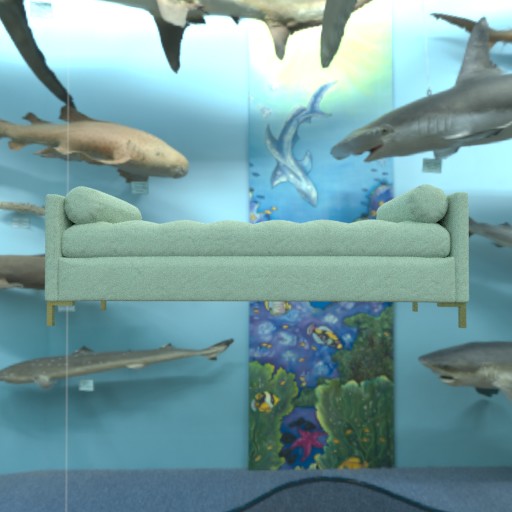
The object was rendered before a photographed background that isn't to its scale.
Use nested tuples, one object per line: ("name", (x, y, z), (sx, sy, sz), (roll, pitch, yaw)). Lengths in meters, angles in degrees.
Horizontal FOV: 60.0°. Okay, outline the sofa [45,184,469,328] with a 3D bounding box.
("sofa", (0.000, 0.000, 2.541), (2.102, 0.705, 0.796), (0, -1, 2))
